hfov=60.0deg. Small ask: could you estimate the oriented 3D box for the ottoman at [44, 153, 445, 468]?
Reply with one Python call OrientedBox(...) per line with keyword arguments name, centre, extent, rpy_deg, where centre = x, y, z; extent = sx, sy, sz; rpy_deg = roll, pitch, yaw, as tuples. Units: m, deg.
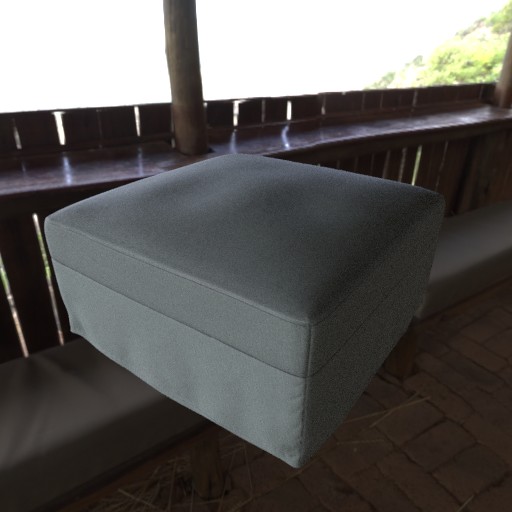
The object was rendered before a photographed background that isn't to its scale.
OrientedBox(name="ottoman", centre=(0.000, 0.000, 1.320), extent=(0.843, 0.441, 0.842), rpy_deg=(19, 33, 32))
